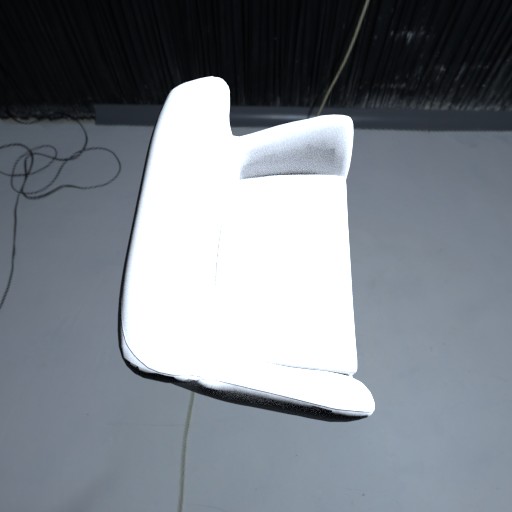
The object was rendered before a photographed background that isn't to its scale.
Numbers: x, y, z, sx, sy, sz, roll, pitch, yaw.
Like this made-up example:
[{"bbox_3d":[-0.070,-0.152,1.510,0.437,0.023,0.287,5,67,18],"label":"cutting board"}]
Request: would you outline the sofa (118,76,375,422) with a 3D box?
[{"bbox_3d":[0.000,0.000,2.013,0.921,0.878,1.424,2,62,1],"label":"sofa"}]
